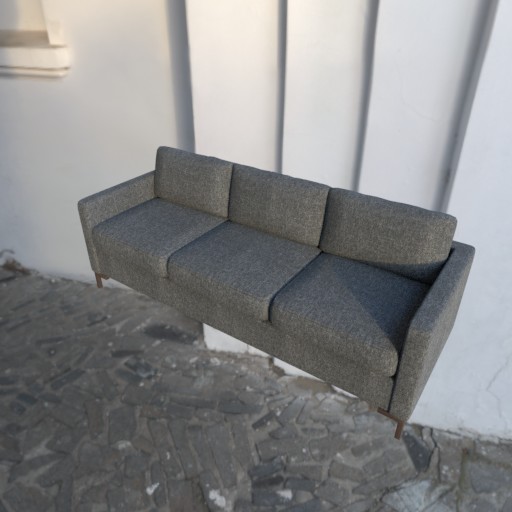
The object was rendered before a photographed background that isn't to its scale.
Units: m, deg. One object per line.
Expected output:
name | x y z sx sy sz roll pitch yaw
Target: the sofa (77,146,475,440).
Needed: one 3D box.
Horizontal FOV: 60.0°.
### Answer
sofa | 0.000 0.000 2.660 2.218 0.874 0.859 20 36 29
